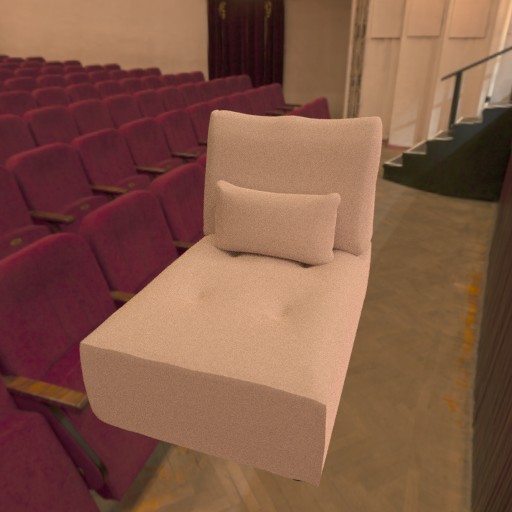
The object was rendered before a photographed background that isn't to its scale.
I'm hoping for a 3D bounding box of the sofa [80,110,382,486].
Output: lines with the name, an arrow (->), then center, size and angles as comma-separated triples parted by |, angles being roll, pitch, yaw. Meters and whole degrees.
sofa -> 0.000, 0.000, 1.497 | 0.700, 0.820, 1.000 | 8, 27, 17
